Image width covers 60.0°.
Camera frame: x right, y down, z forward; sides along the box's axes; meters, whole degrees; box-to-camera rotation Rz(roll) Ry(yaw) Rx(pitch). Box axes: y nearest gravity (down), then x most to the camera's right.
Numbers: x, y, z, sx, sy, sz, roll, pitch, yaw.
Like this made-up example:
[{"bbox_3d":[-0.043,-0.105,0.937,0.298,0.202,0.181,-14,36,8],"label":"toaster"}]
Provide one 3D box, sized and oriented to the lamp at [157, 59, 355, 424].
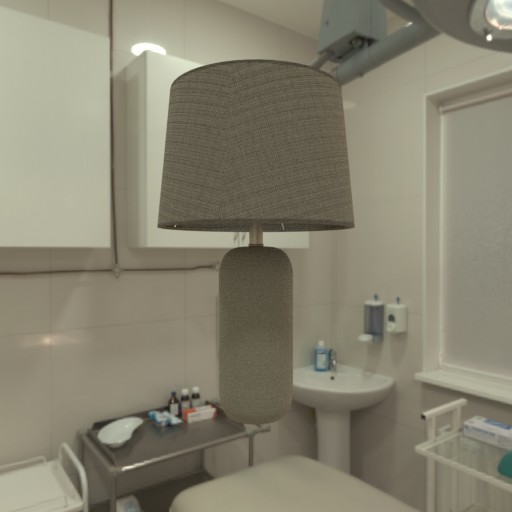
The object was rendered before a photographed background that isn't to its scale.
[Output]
[{"bbox_3d":[0.000,0.000,0.844,0.367,0.609,0.367,0,1,0],"label":"lamp"}]
